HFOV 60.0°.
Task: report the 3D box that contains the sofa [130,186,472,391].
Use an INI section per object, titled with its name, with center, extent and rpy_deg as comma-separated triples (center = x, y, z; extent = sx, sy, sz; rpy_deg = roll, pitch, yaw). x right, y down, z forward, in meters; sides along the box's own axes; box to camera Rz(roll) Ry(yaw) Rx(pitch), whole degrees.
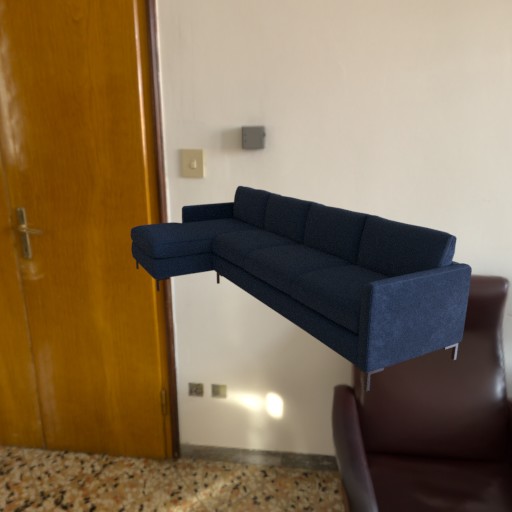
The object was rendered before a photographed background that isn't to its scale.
[sofa]
center = 0.000, 0.000, 2.975
extent = 1.128, 0.679, 2.450
rpy_deg = -8, 18, -27
